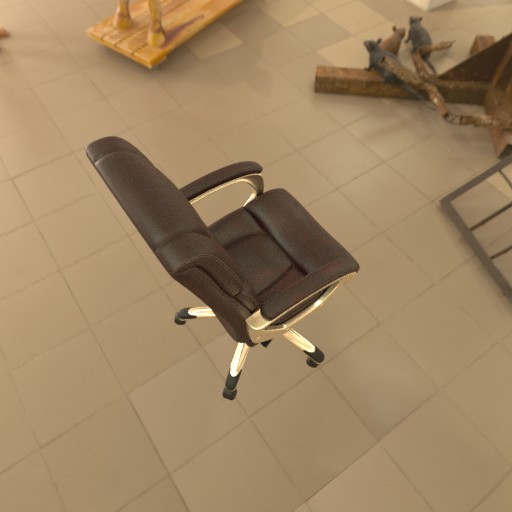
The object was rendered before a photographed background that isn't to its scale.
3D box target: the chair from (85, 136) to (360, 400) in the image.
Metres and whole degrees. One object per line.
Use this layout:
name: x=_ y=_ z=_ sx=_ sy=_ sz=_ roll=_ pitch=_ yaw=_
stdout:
chair: x=0.000 y=0.000 z=1.552 sx=0.739 sy=1.107 sz=0.662 roll=-31 pitch=62 yaw=-18
